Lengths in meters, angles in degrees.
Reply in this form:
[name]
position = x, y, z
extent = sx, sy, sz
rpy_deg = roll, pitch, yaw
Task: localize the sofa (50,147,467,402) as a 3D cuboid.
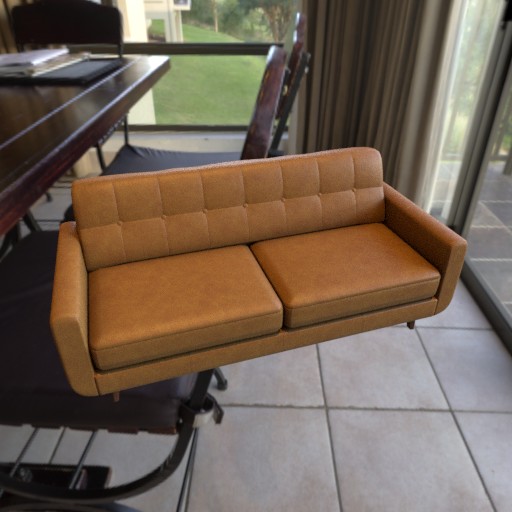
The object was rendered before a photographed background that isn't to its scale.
[sofa]
position = 0.000, 0.000, 2.593
extent = 2.137, 0.892, 0.980
rpy_deg = -10, 34, -15
